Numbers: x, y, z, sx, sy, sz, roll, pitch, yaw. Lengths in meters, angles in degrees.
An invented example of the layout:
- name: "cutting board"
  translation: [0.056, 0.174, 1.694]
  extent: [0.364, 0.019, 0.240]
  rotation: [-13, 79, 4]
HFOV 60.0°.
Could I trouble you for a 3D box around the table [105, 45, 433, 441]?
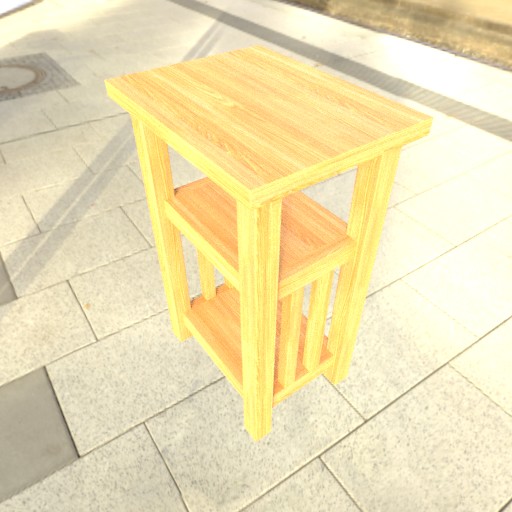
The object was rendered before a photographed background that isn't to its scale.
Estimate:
- name: "table"
  translation: [0.000, 0.000, 0.756]
  extent: [0.270, 0.550, 0.350]
  rotation: [-26, 48, -26]
